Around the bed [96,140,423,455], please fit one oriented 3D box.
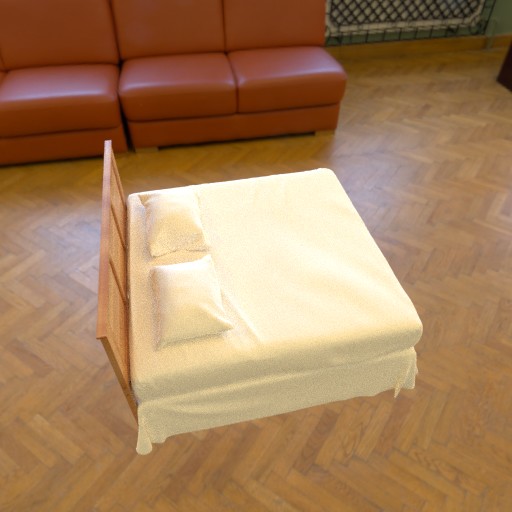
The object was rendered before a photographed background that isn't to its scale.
[{"bbox_3d":[0.000,0.000,3.630,2.215,1.270,2.317,-9,46,-9],"label":"bed"}]
